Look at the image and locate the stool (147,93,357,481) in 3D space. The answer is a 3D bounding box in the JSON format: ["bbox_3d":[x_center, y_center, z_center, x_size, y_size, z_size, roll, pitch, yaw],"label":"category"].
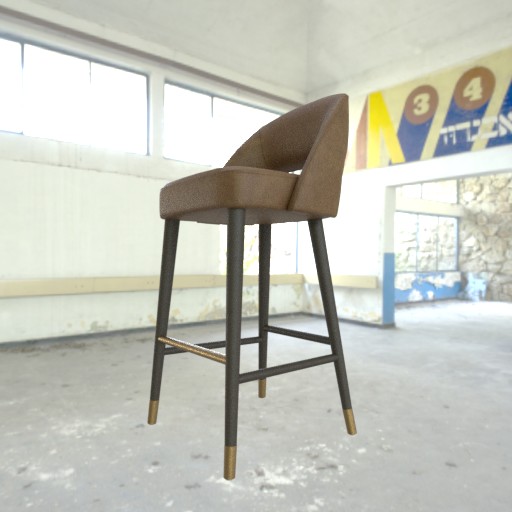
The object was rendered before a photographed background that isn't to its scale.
[{"bbox_3d":[0.000,0.000,1.346,0.509,1.037,0.494,0,0,-37],"label":"stool"}]
